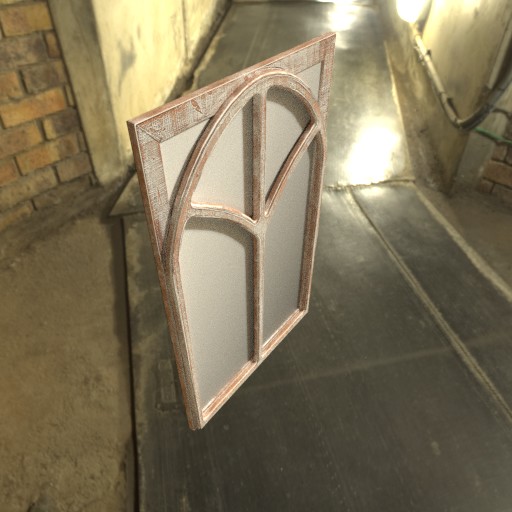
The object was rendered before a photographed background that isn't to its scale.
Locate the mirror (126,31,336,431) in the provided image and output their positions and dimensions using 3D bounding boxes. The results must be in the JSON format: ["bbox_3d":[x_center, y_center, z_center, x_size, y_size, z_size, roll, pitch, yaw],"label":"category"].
[{"bbox_3d":[0.000,0.000,0.956,0.058,0.787,0.495,27,49,27],"label":"mirror"}]
